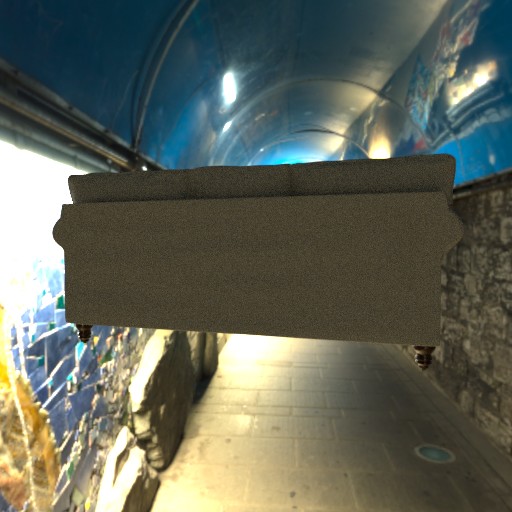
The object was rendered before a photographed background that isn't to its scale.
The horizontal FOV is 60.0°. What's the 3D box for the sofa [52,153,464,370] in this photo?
[{"bbox_3d":[0.000,0.000,2.552,2.084,0.961,0.916,0,2,17],"label":"sofa"}]
